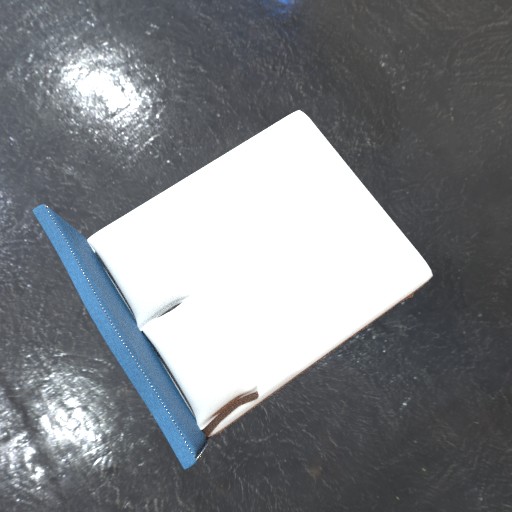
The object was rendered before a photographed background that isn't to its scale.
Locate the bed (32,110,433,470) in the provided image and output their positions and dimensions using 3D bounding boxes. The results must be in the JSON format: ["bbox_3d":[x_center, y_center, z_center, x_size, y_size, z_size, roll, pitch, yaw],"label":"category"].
[{"bbox_3d":[0.000,0.000,2.864,1.872,1.169,1.610,-33,77,-9],"label":"bed"}]
